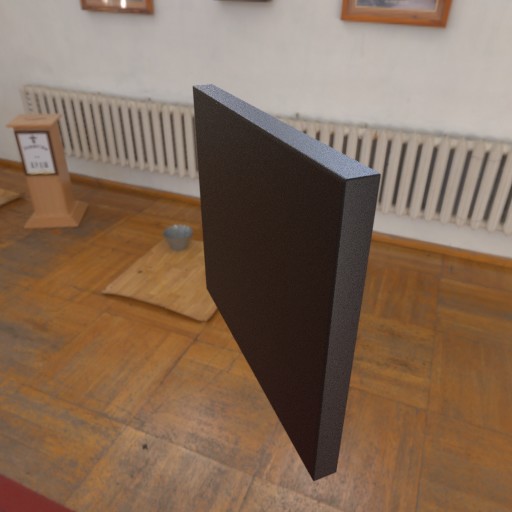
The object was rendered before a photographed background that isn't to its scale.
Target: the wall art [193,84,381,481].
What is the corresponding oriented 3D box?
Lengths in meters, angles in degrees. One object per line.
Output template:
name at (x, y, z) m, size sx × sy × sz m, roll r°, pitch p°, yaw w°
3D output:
wall art at (0.000, 0.000, 0.532) m, size 0.028 × 0.330 × 0.380 m, roll -12°, pitch 32°, yaw -19°
